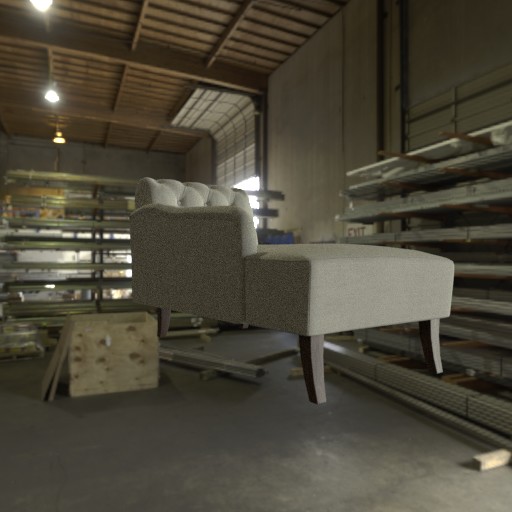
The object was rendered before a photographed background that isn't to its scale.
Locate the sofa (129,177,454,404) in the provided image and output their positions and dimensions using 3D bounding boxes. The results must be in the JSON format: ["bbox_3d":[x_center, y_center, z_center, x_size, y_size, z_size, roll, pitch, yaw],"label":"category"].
[{"bbox_3d":[0.000,0.000,1.852,0.675,0.787,1.379,1,-1,-36],"label":"sofa"}]
